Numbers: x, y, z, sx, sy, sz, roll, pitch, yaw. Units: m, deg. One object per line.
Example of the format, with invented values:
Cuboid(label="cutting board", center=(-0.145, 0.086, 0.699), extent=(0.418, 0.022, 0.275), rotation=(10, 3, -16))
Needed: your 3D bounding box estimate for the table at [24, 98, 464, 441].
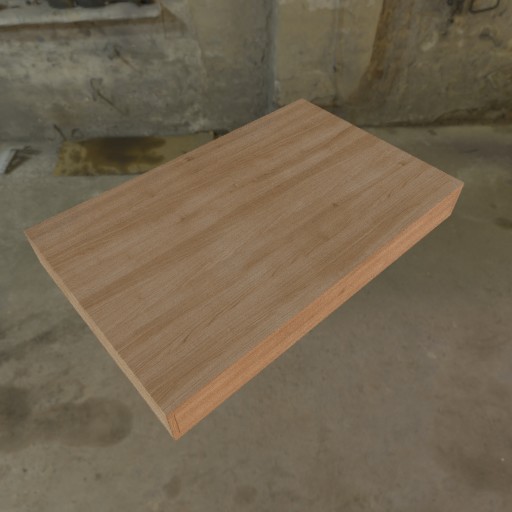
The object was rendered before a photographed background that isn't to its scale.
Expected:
Cuboid(label="table", center=(0.000, 0.000, 1.458), extent=(1.100, 0.440, 0.700), rotation=(-33, 56, -27))
